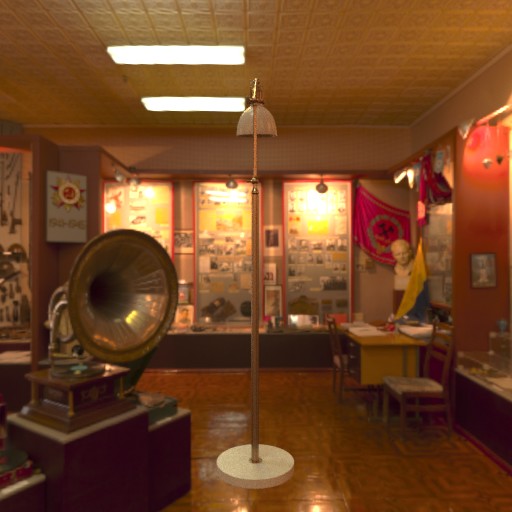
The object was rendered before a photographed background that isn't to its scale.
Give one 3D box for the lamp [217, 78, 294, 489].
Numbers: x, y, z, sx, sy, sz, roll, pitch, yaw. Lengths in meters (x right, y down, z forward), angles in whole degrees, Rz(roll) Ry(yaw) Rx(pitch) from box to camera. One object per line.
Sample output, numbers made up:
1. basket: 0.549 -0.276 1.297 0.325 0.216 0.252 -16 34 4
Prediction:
1. lamp: 0.000 0.000 1.809 0.288 1.586 0.599 0 0 1
